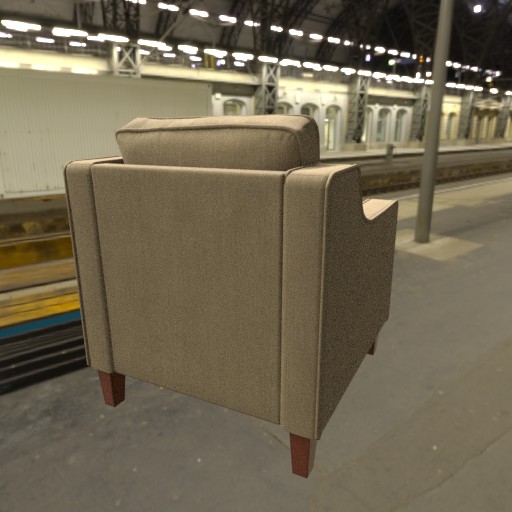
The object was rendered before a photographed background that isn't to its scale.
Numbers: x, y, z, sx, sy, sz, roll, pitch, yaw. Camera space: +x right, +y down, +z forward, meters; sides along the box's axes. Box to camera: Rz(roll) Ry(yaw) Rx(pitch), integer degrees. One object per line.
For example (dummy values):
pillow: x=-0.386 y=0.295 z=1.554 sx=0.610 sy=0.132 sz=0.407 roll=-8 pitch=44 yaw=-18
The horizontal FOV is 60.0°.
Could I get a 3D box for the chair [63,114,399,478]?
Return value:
chair: x=0.000 y=0.000 z=1.608 sx=0.831 sy=0.960 sz=0.909 roll=8 pitch=18 yaw=26
